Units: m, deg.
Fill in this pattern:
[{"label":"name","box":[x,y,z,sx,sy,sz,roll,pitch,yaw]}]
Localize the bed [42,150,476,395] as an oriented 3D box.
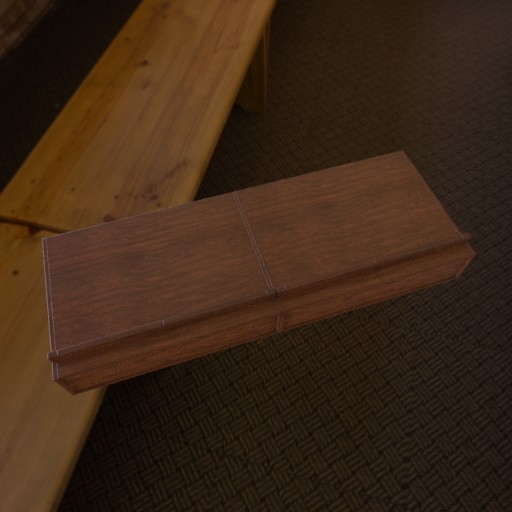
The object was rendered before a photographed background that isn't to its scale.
[{"label":"bed","box":[0.000,0.000,2.337,2.057,0.326,0.787,-15,59,-9]}]
